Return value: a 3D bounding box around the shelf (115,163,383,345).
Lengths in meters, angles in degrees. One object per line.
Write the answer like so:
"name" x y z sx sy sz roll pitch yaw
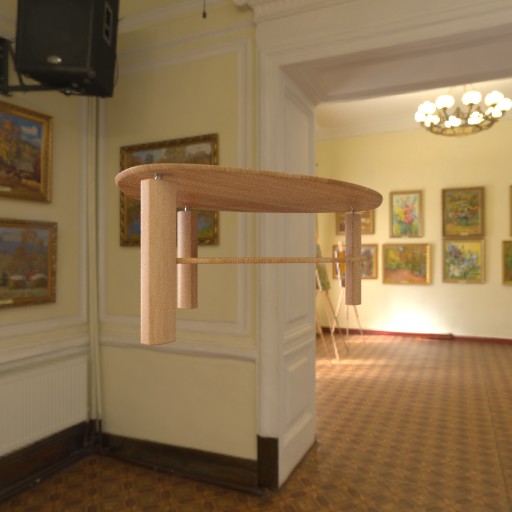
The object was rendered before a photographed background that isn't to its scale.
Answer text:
"shelf" 0.000 0.000 1.645 0.845 0.440 1.246 0 0 38
